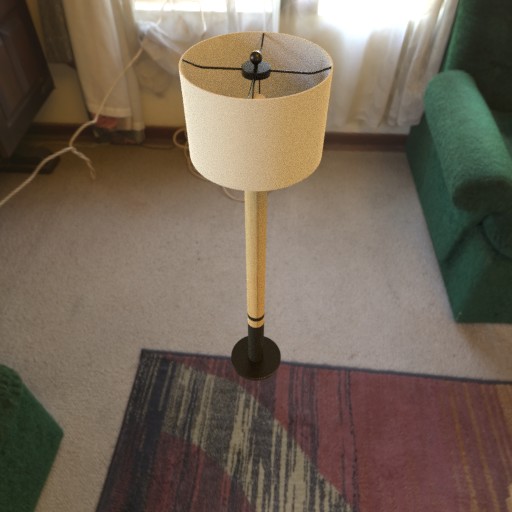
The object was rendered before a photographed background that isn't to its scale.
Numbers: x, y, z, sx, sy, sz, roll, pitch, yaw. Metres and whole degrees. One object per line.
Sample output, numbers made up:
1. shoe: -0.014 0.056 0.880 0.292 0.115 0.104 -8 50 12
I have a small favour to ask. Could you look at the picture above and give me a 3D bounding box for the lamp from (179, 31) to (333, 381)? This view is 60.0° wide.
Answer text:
1. lamp: 0.000 0.000 1.627 0.381 1.478 0.381 -10 48 -9
